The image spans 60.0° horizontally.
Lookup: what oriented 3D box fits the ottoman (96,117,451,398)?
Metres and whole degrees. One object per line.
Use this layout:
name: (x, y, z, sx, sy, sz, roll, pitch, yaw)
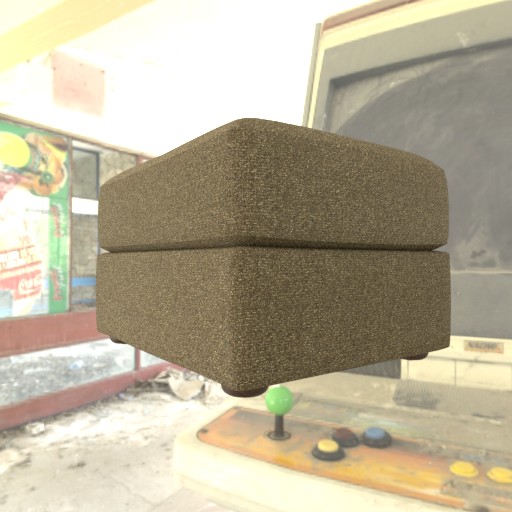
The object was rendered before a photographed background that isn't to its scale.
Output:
ottoman: (0.000, 0.000, 1.111, 0.598, 0.476, 0.742, 0, -1, -36)
